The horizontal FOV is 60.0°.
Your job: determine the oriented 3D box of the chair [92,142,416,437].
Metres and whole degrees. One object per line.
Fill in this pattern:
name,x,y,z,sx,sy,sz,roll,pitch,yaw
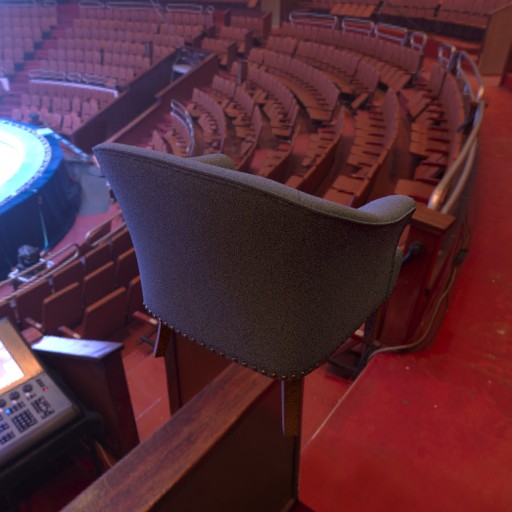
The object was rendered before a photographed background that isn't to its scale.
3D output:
chair,0.000,0.000,1.400,0.798,0.815,0.704,21,36,32
